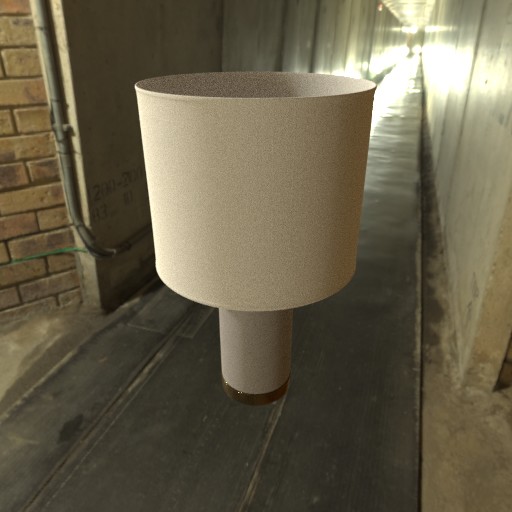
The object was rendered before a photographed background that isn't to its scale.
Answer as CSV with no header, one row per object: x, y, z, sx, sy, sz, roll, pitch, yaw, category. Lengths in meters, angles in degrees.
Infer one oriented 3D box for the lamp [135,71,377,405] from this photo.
0.000,0.000,0.517,0.229,0.380,0.229,0,27,0,lamp
